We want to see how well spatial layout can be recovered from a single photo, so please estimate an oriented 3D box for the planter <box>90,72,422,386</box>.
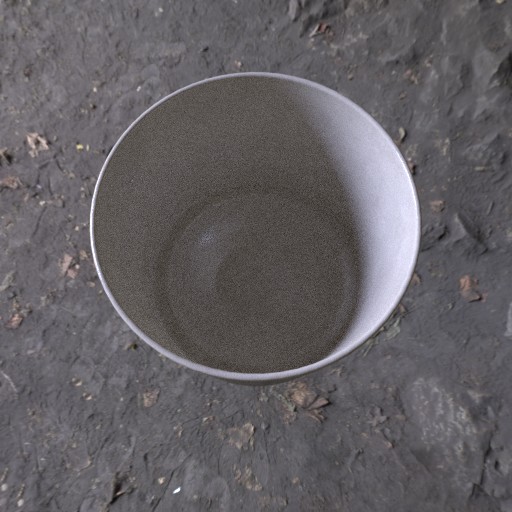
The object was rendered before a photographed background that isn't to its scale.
[{"bbox_3d":[0.000,0.000,0.340,0.190,0.181,0.190,0,73,0],"label":"planter"}]
